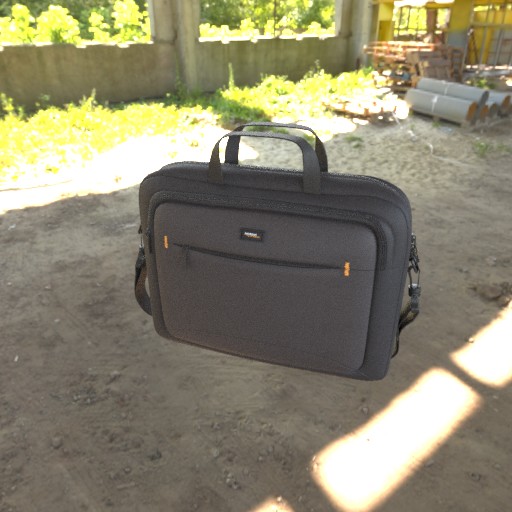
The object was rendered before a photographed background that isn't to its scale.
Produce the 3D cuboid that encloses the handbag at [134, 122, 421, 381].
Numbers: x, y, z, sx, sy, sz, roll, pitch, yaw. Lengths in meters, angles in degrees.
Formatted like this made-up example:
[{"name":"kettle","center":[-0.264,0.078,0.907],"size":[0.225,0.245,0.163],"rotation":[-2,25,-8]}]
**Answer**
[{"name":"handbag","center":[0.000,0.000,0.591],"size":[0.429,0.330,0.126],"rotation":[8,28,16]}]
